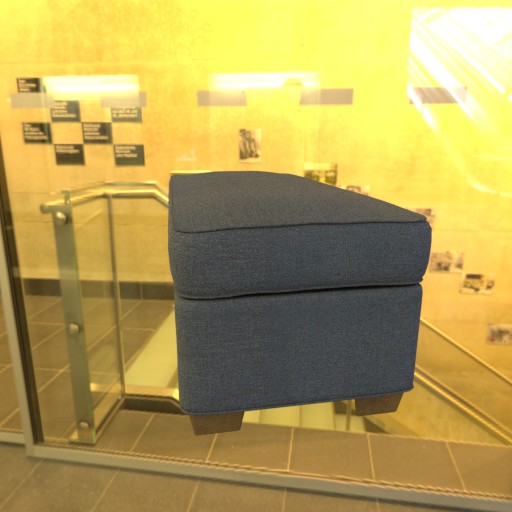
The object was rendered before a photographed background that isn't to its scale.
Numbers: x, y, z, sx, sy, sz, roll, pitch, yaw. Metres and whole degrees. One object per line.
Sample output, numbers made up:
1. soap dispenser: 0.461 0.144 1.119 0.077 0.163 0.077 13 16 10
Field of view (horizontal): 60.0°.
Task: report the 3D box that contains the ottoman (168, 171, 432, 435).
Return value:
1. ottoman: 0.000 0.000 1.363 0.515 0.460 1.110 -3 15 -10
